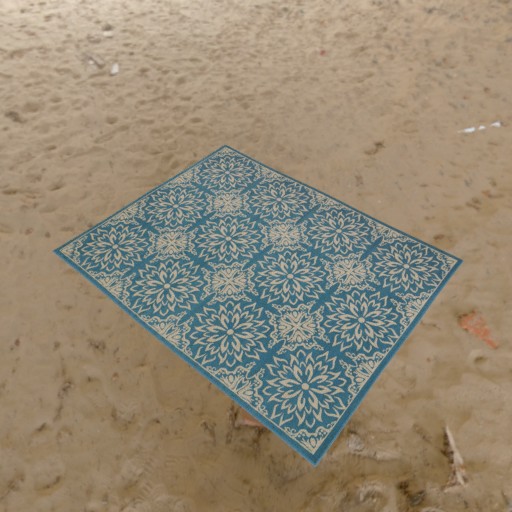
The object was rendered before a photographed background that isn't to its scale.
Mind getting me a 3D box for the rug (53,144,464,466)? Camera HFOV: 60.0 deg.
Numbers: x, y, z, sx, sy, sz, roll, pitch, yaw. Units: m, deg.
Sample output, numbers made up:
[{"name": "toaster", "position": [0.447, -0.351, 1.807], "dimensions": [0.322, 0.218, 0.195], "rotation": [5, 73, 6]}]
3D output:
[{"name": "rug", "position": [0.000, 0.000, 4.067], "dimensions": [2.964, 0.018, 2.350], "rotation": [32, 54, 26]}]
